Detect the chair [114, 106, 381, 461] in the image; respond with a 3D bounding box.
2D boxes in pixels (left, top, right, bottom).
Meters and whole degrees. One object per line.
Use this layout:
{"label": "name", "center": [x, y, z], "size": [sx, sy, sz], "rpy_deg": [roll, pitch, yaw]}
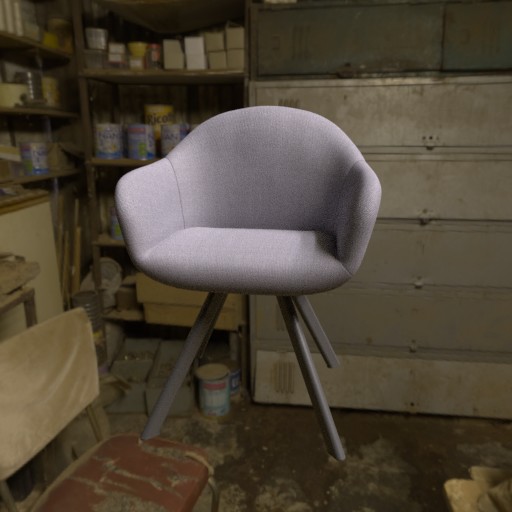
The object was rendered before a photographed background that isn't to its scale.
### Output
{"label": "chair", "center": [0.000, 0.000, 1.196], "size": [0.590, 0.795, 0.550], "rpy_deg": [2, 15, 8]}
